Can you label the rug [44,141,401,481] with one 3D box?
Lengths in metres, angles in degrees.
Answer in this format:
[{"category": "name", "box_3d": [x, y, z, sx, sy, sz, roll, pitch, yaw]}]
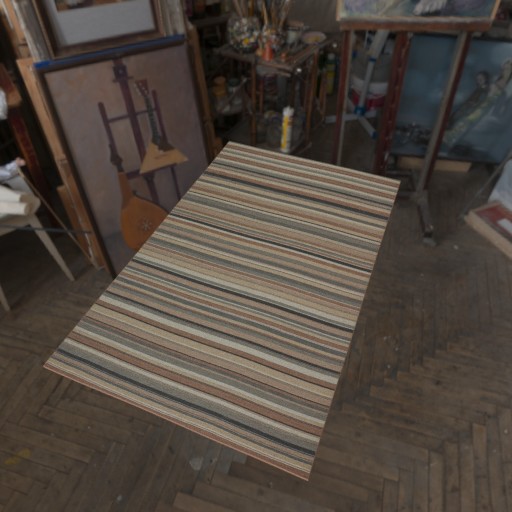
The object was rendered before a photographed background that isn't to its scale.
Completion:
[{"category": "rug", "box_3d": [0.000, 0.000, 3.002, 1.523, 0.014, 2.438, 17, 49, 15]}]
